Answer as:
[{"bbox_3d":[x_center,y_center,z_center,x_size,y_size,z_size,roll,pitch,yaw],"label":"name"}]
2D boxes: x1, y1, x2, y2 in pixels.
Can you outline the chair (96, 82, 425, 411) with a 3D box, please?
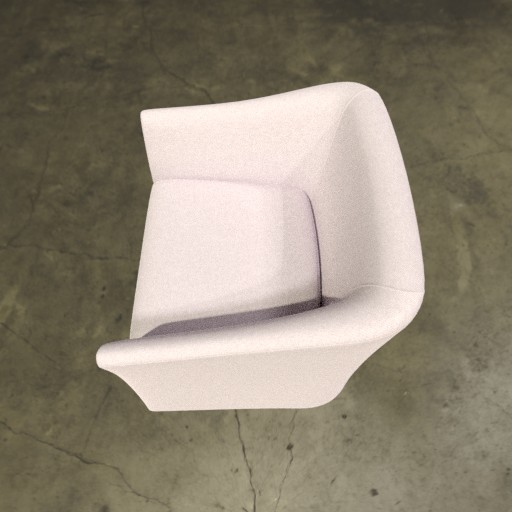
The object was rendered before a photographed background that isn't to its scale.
[{"bbox_3d":[0.000,0.000,1.314,0.700,0.720,0.790,0,59,0],"label":"chair"}]
